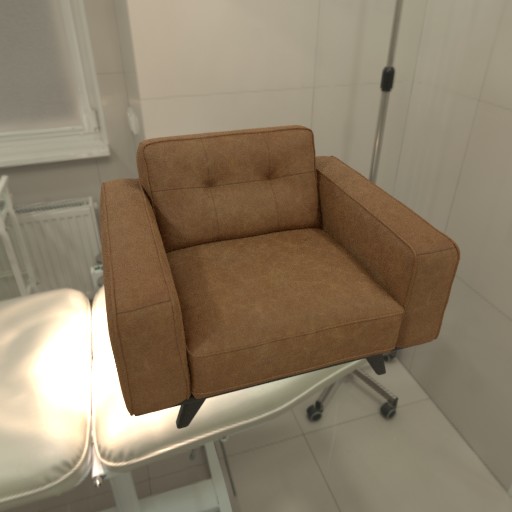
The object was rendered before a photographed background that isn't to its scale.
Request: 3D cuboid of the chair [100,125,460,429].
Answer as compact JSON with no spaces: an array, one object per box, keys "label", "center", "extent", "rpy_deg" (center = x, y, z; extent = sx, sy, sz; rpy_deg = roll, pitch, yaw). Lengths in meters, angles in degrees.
[{"label":"chair","center":[0.000,0.000,1.726],"extent":[1.118,0.782,0.952],"rpy_deg":[-10,33,-15]}]
